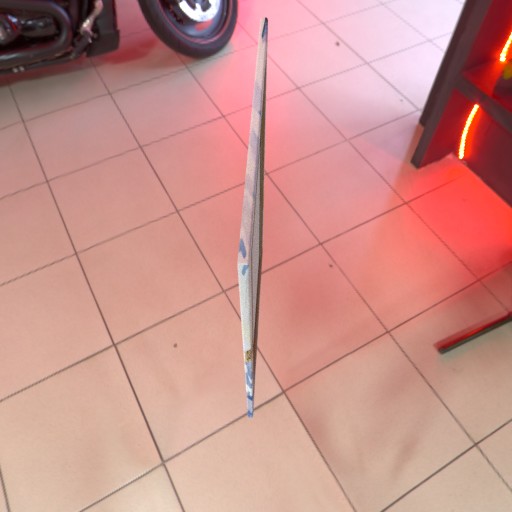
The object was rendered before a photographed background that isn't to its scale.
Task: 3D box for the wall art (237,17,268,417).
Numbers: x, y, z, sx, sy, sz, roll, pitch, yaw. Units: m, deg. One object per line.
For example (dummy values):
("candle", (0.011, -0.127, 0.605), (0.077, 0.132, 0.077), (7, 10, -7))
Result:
("wall art", (0.000, 0.000, 1.151), (0.016, 0.914, 0.610), (3, 58, 2))
